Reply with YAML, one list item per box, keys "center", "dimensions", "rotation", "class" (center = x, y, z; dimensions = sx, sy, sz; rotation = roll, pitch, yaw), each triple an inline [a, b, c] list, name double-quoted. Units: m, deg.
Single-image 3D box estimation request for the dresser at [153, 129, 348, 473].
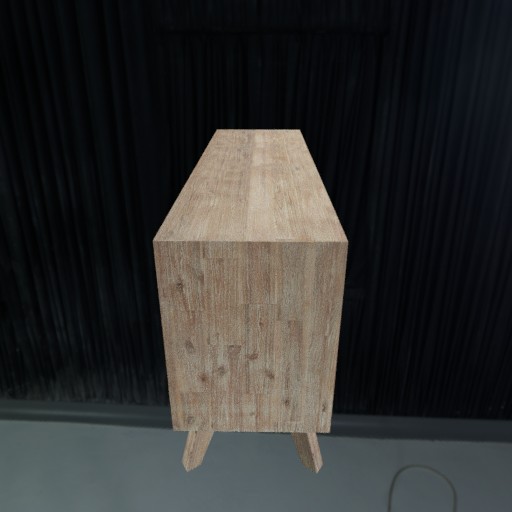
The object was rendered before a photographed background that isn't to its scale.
- center: [0.000, 0.000, 1.903]
  dimensions: [0.455, 0.805, 1.554]
  rotation: [0, 25, 1]
  class: "dresser"
